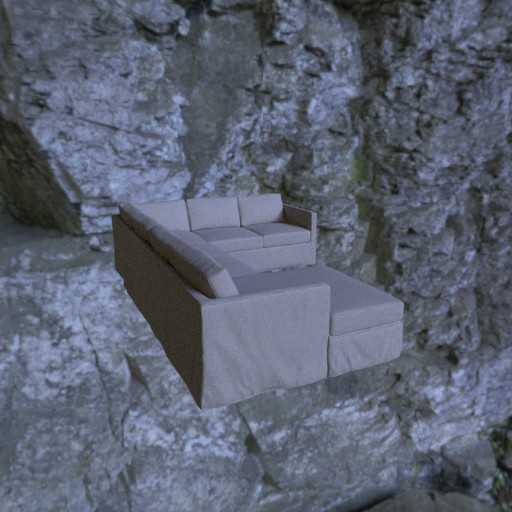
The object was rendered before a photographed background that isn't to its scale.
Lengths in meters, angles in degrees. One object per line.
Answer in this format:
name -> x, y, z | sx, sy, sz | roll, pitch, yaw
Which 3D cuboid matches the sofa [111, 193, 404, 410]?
sofa -> 0.000, 0.000, 4.654 | 2.476, 0.878, 3.528 | -7, 17, -25
